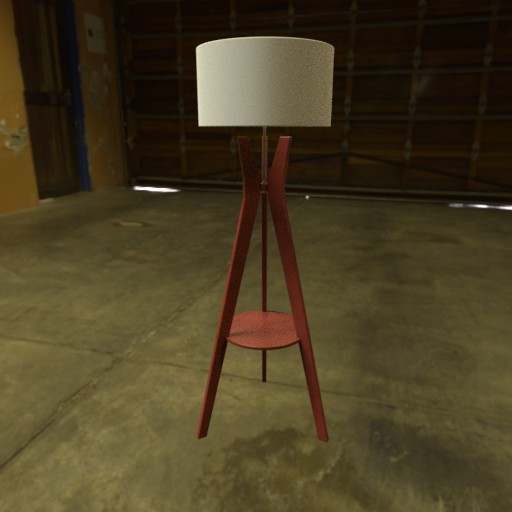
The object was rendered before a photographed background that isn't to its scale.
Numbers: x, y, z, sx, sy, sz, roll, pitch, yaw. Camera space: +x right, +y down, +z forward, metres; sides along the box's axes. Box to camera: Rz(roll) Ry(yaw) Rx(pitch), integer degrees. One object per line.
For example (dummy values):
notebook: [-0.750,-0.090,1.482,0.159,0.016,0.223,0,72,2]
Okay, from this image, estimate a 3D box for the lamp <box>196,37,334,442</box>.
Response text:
lamp: [0.000,0.000,1.722,0.542,1.472,0.539,-8,18,-27]
